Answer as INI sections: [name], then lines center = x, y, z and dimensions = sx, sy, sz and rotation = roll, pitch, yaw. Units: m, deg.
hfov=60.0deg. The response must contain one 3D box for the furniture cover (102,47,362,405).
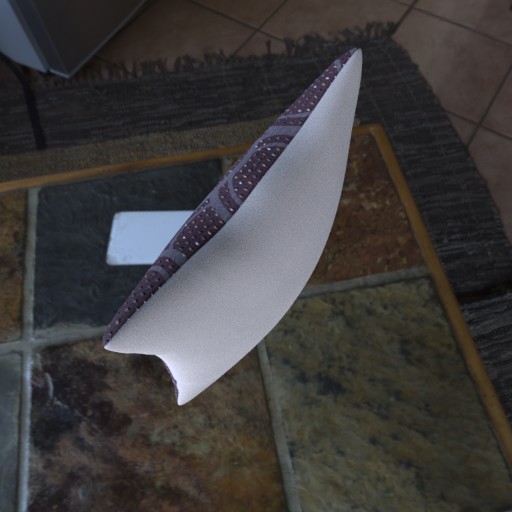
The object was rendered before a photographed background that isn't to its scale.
[furniture cover]
center = 0.000, 0.000, 0.788
dimensions = 0.193, 0.509, 0.552
rotation = 32, 69, 14
